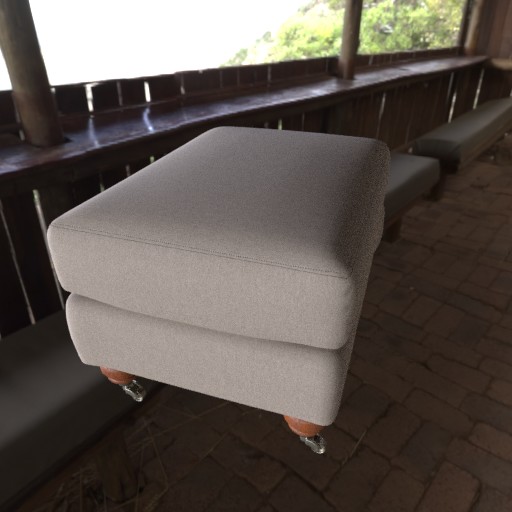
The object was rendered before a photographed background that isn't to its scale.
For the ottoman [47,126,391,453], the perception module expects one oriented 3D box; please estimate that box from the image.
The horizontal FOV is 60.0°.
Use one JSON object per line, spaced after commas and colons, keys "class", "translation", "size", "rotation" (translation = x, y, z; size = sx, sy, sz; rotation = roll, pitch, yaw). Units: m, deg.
{"class": "ottoman", "translation": [0.000, 0.000, 1.111], "size": [0.574, 0.497, 0.773], "rotation": [10, 31, 16]}
